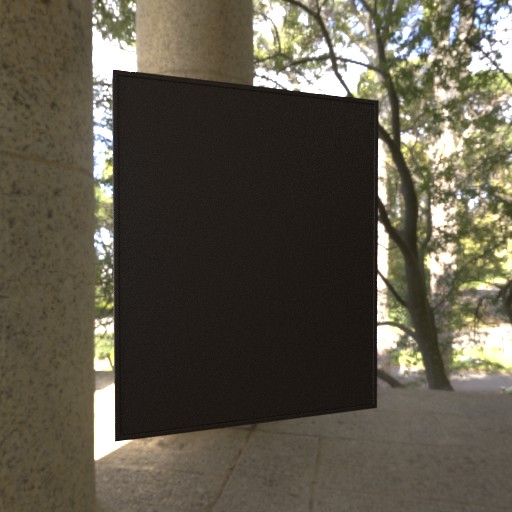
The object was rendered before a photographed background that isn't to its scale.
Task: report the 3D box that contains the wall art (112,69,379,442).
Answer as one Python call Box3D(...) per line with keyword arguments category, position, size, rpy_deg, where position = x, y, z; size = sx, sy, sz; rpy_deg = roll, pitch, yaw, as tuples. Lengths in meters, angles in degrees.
Box3D(category="wall art", position=(0.000, 0.000, 0.736), size=(0.451, 0.551, 0.028), rpy_deg=(0, 1, -18))
